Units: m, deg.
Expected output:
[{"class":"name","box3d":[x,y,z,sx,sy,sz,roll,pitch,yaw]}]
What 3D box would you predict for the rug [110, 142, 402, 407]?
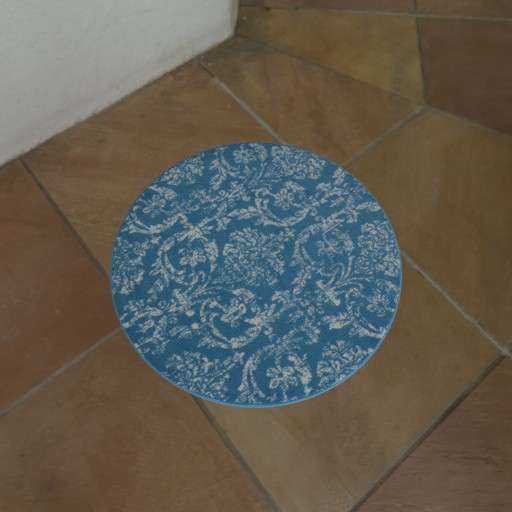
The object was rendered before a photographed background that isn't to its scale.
[{"class":"rug","box3d":[0.000,0.000,2.445,1.593,0.012,1.593,0,64,0]}]
